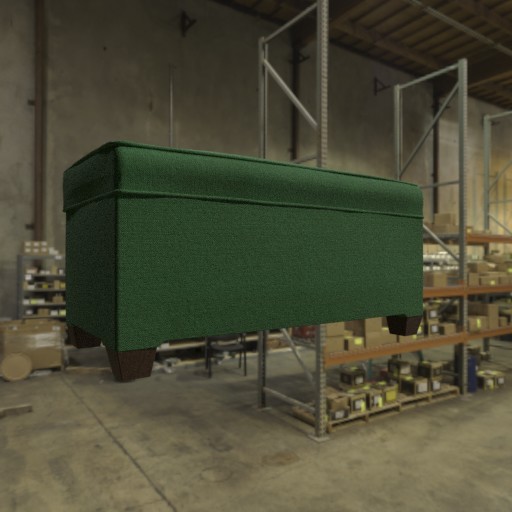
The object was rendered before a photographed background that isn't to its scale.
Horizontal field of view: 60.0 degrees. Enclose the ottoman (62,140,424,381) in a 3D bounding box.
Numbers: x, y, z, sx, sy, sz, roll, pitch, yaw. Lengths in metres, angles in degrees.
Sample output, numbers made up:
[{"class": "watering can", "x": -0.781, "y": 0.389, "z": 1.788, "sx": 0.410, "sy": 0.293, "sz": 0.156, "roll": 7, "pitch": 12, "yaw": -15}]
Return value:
[{"class": "ottoman", "x": 0.000, "y": 0.000, "z": 1.248, "sx": 0.957, "sy": 0.471, "sz": 0.483, "roll": 0, "pitch": 0, "yaw": -34}]
